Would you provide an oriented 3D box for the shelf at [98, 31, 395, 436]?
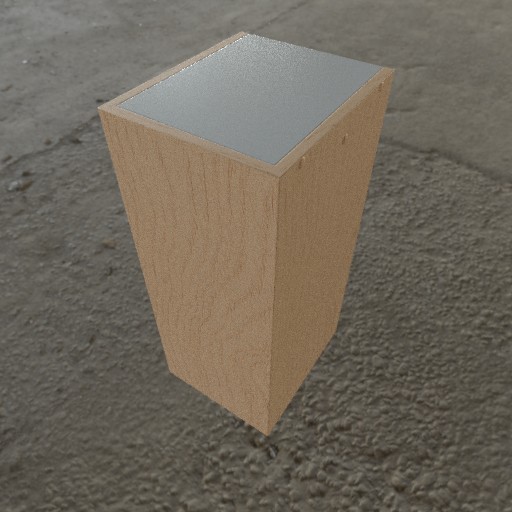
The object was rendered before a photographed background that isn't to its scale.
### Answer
[{"bbox_3d":[0.000,0.000,0.764,0.250,0.600,0.290,26,51,23],"label":"shelf"}]
